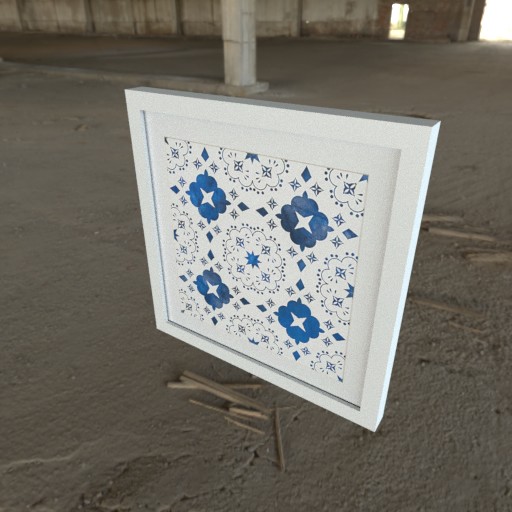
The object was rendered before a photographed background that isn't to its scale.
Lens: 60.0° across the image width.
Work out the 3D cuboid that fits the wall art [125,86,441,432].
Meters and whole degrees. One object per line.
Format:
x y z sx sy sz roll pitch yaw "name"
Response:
0.000 0.000 0.534 0.355 0.355 0.027 18 33 29 "wall art"
